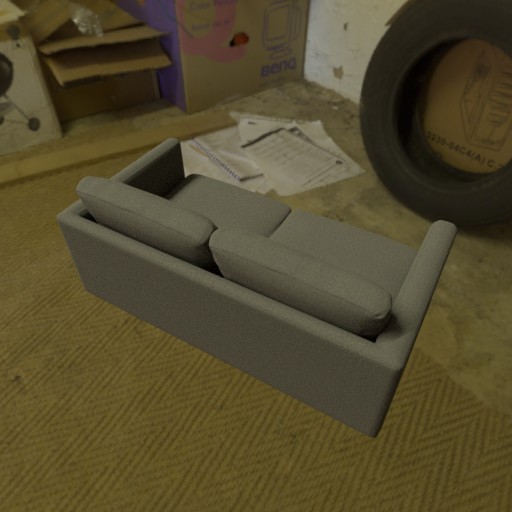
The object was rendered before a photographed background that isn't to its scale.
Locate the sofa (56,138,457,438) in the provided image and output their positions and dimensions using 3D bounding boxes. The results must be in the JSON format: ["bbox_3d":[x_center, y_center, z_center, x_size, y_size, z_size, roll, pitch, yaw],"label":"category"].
[{"bbox_3d":[0.000,0.000,2.270,1.713,0.866,0.940,22,48,21],"label":"sofa"}]
